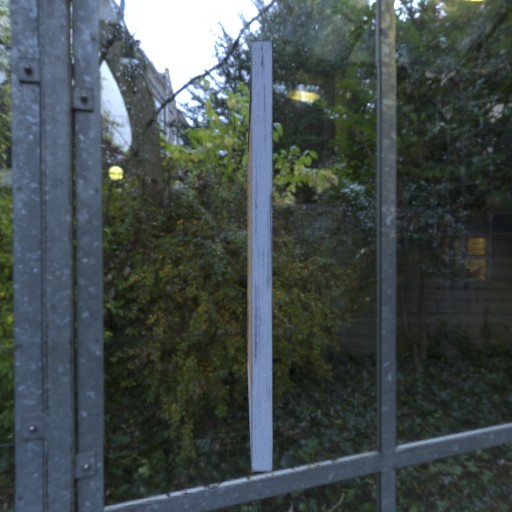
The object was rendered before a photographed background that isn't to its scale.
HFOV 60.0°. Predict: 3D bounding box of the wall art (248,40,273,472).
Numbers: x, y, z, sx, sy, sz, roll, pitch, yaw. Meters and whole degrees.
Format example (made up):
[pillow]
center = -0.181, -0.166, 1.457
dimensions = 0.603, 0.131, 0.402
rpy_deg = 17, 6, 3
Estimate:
[wall art]
center = 0.000, 0.000, 1.160
dimensions = 0.037, 0.761, 0.761
rpy_deg = 0, 0, -2
